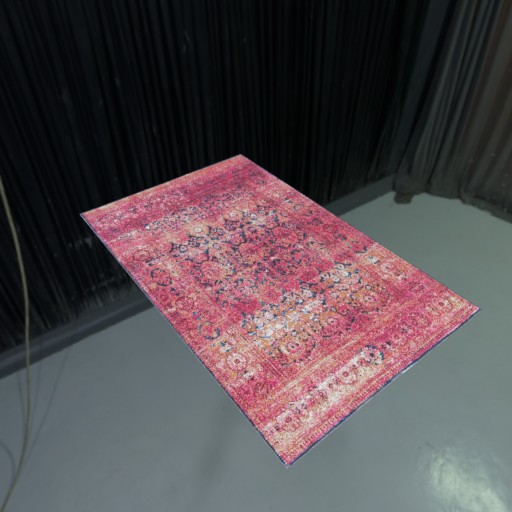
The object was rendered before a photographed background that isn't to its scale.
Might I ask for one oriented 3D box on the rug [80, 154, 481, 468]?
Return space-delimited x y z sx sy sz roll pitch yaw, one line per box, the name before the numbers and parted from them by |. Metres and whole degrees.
rug | 0.000 0.000 3.036 1.539 0.018 2.449 -27 48 -28
